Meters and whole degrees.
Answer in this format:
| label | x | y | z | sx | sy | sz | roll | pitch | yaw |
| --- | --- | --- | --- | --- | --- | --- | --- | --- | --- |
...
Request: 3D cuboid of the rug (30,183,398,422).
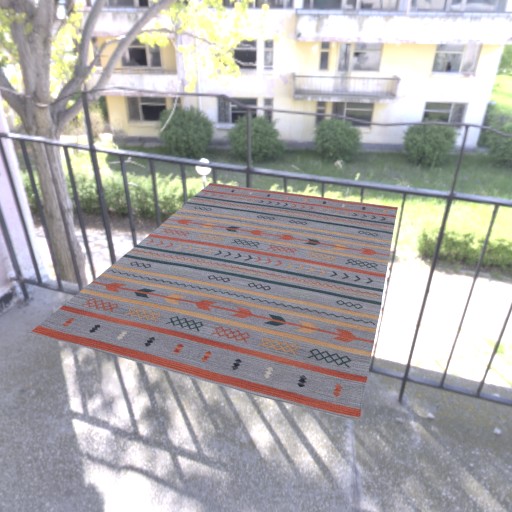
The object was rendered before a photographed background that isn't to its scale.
| label | x | y | z | sx | sy | sz | roll | pitch | yaw |
| --- | --- | --- | --- | --- | --- | --- | --- | --- | --- |
| rug | 0.000 | 0.000 | 3.959 | 2.263 | 0.022 | 3.029 | 10 | 32 | 17 |
